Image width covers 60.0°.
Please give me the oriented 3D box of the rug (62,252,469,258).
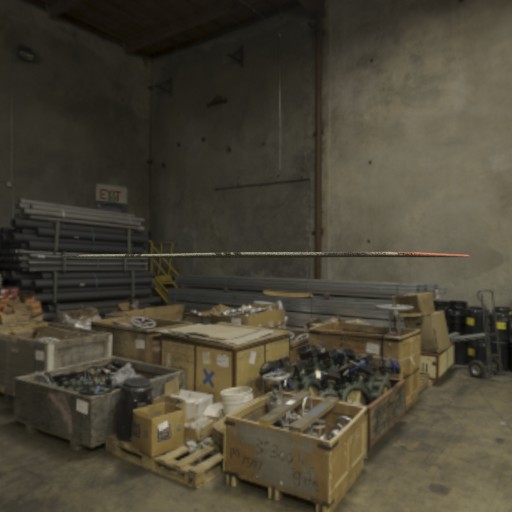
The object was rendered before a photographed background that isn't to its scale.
[{"bbox_3d":[0.000,0.000,3.003,2.446,0.017,1.530,0,-1,36],"label":"rug"}]
